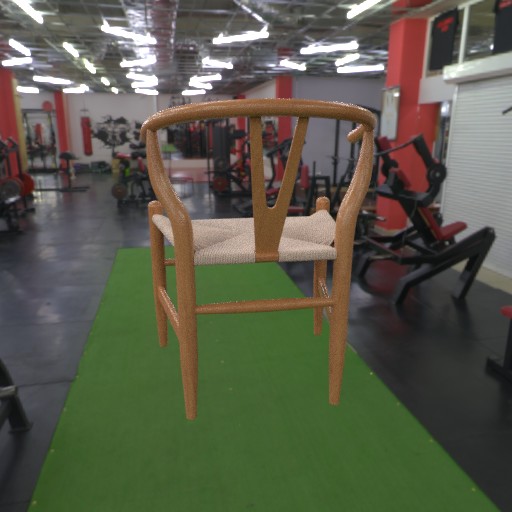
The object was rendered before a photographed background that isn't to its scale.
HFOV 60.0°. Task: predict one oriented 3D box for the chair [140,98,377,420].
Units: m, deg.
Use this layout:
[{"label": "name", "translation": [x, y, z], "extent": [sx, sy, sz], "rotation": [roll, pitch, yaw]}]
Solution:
[{"label": "chair", "translation": [0.000, 0.000, 1.149], "extent": [0.569, 0.730, 0.579], "rotation": [-3, 15, -9]}]
